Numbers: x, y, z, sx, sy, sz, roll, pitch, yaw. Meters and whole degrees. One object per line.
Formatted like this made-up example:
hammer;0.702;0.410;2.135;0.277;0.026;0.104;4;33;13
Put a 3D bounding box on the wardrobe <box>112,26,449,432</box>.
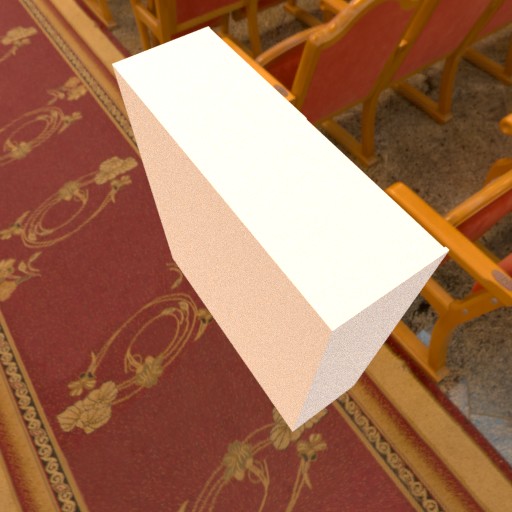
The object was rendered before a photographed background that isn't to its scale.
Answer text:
wardrobe;0.000;0.000;2.923;0.600;2.020;1.830;-31;64;-17
